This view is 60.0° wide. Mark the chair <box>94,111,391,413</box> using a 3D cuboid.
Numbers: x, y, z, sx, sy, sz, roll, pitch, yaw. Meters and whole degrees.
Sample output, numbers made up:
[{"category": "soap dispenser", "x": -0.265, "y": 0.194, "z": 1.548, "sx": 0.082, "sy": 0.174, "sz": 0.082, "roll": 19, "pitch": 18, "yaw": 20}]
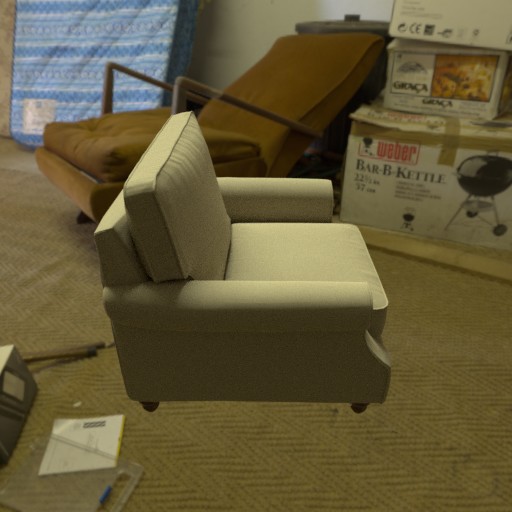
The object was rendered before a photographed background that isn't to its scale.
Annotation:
[{"category": "chair", "x": 0.000, "y": 0.000, "z": 1.787, "sx": 0.966, "sy": 0.967, "sz": 1.029, "roll": 0, "pitch": 31, "yaw": 0}]
